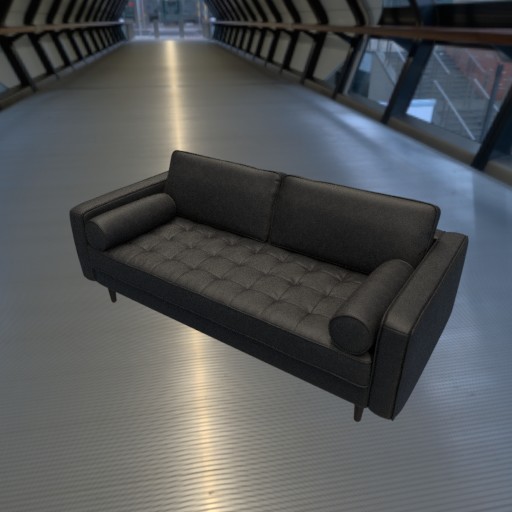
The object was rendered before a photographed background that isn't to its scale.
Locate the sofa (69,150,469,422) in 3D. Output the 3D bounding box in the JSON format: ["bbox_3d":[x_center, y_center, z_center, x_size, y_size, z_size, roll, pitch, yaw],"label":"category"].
[{"bbox_3d":[0.000,0.000,2.318,1.879,0.770,0.921,18,34,30],"label":"sofa"}]
